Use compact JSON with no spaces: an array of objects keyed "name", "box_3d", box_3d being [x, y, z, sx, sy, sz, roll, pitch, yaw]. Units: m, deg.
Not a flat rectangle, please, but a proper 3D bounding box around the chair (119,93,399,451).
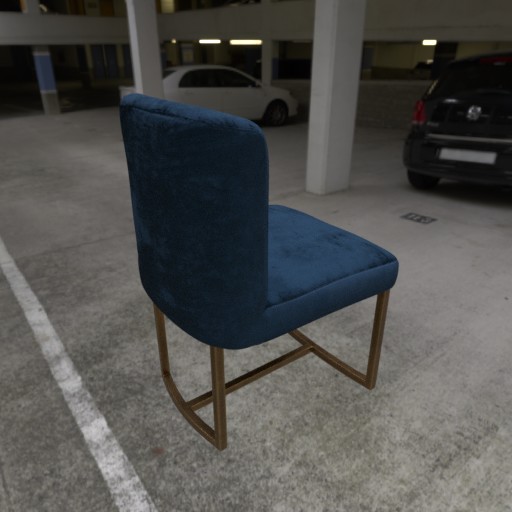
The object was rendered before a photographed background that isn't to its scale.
[{"name":"chair","box_3d":[0.000,0.000,1.177,0.560,0.824,0.530,-18,31,-32]}]
